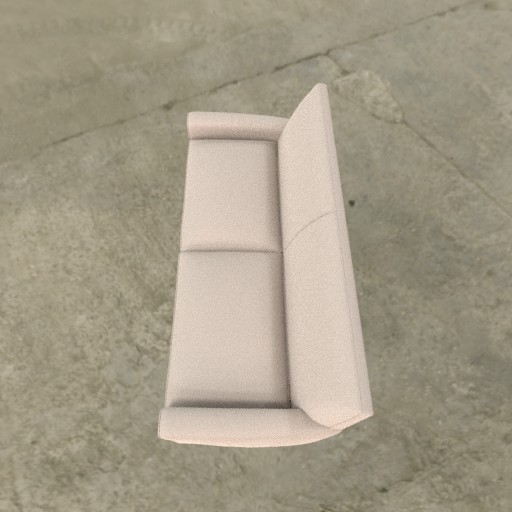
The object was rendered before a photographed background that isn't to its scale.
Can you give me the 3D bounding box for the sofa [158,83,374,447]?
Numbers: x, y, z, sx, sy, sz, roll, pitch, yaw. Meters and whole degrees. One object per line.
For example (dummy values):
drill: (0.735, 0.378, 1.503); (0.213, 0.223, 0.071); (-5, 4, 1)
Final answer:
sofa: (0.000, 0.000, 2.517); (0.875, 0.846, 2.000); (-1, 59, 0)
